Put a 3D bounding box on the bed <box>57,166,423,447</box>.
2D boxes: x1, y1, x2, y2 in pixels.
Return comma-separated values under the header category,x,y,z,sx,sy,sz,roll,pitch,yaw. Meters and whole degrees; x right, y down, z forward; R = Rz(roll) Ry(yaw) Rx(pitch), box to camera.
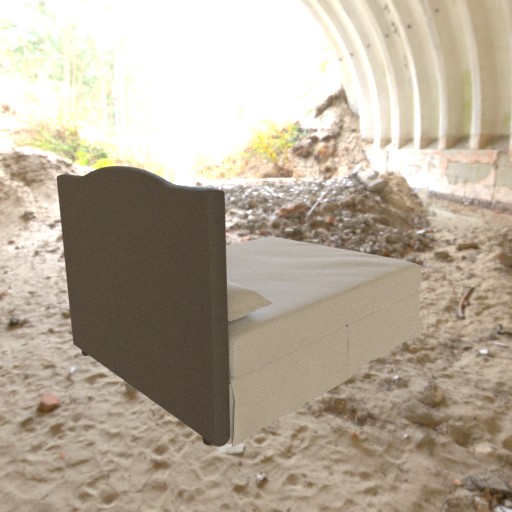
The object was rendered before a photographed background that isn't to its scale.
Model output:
category,x,y,z,sx,sy,sz,roll,pitch,yaw
bed,0.000,0.000,3.459,2.282,1.436,1.821,-13,19,-43
